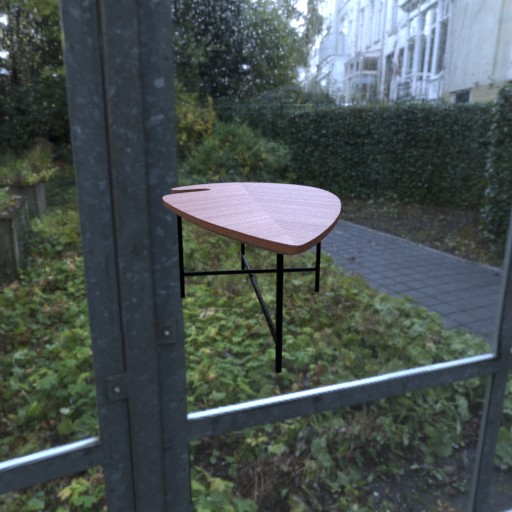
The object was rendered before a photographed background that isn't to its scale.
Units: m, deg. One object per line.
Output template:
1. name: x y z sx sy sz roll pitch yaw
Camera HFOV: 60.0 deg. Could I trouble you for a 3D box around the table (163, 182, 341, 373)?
1. table: 0.000 0.000 1.451 0.598 0.360 1.199 -2 15 -7
